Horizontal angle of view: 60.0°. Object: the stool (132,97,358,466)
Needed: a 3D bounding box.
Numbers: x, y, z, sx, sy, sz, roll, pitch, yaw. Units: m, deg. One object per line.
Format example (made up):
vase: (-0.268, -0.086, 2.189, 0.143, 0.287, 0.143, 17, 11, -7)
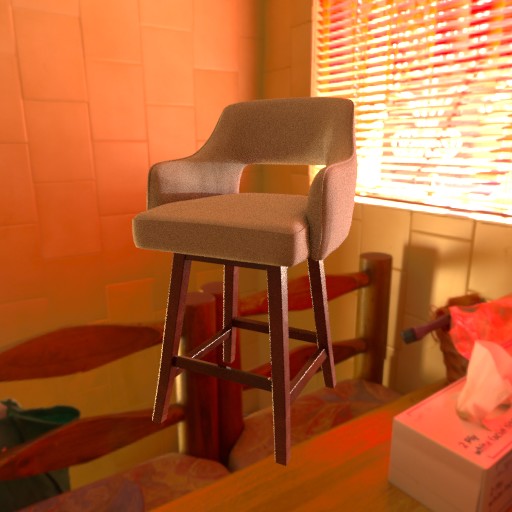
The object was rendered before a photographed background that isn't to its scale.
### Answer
stool: (0.000, 0.000, 1.316, 0.550, 0.936, 0.560, 7, 16, 26)
